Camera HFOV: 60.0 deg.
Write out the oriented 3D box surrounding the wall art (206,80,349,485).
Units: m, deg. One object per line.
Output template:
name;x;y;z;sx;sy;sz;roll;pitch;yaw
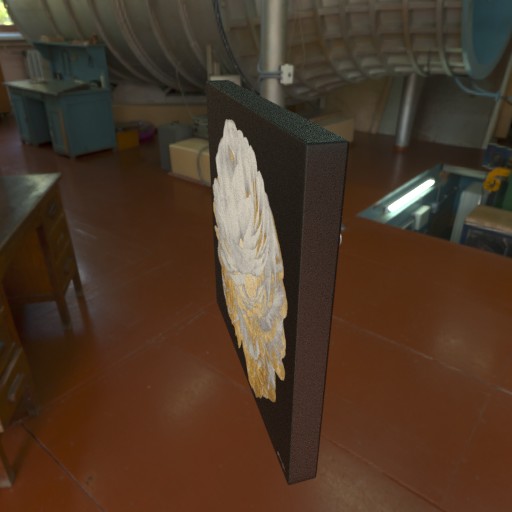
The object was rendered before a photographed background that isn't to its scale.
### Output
wall art;0.000;0.000;0.606;0.041;0.407;0.406;-8;29;-15
